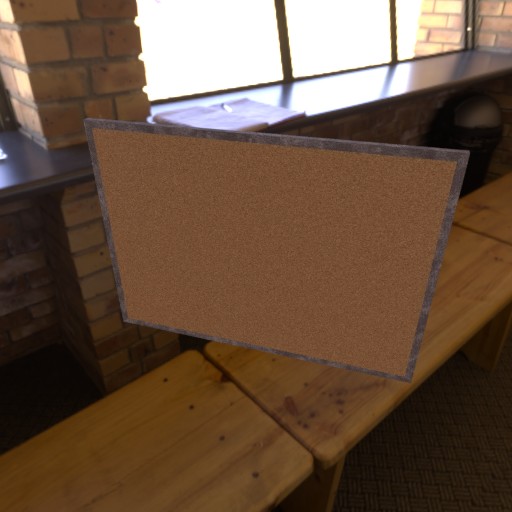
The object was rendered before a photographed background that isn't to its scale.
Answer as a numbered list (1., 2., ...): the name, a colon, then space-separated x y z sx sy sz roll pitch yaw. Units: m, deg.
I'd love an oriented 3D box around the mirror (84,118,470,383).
1. mirror: 0.000 0.000 1.437 1.101 0.795 0.022 9 32 15
